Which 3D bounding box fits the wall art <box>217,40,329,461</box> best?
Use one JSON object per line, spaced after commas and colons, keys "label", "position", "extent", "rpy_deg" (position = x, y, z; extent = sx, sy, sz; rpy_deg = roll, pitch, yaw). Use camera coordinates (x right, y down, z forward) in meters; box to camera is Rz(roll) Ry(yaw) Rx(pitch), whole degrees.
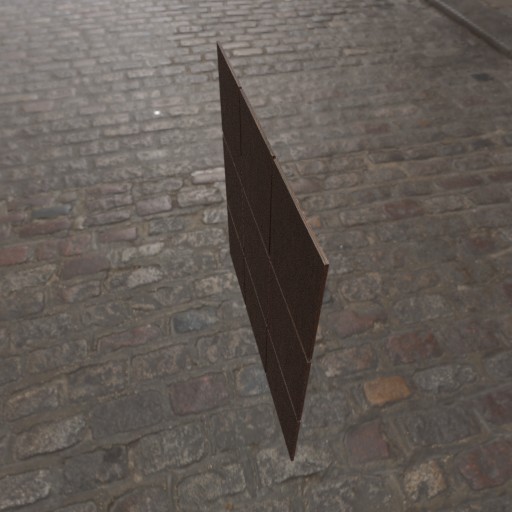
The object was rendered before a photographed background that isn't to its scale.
{"label": "wall art", "position": [0.000, 0.000, 2.238], "extent": [0.014, 1.525, 1.527], "rpy_deg": [-11, 48, -10]}
